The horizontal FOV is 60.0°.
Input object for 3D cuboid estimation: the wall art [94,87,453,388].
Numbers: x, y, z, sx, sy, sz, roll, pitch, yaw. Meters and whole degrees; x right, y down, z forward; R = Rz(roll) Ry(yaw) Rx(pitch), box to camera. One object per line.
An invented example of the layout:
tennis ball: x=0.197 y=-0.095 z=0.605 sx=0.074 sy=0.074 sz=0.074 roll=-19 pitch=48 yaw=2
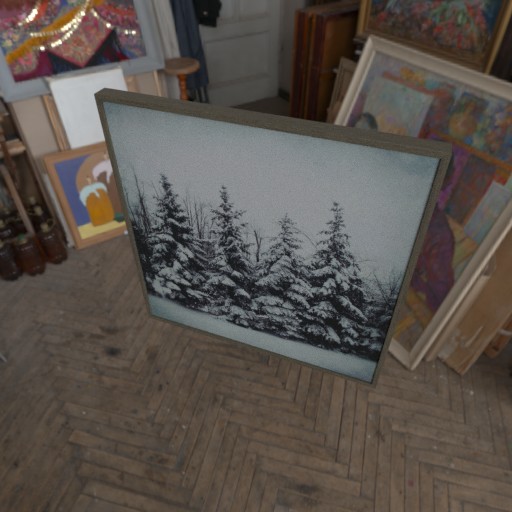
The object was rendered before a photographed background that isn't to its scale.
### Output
wall art: x=0.000 y=0.000 z=1.151 sx=0.758 sy=0.758 sz=0.039 roll=14 pitch=43 yaw=15
